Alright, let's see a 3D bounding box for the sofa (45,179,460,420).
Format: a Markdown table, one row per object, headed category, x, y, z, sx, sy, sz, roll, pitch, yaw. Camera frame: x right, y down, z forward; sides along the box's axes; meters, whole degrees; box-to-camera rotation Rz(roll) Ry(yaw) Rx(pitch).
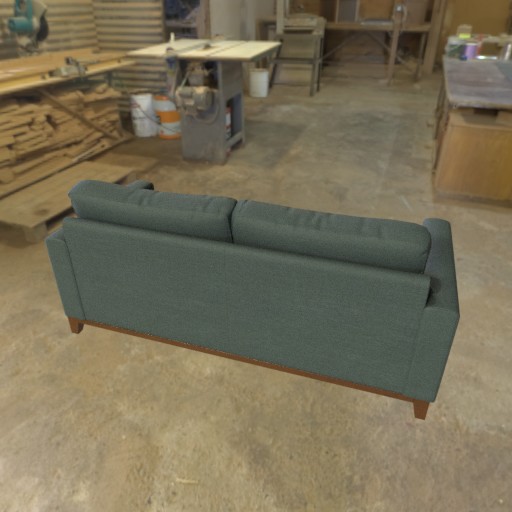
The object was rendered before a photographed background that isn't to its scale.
| category | x | y | z | sx | sy | sz | roll | pitch | yaw |
| --- | --- | --- | --- | --- | --- | --- | --- | --- | --- |
| sofa | 0.000 | 0.000 | 2.344 | 1.900 | 0.865 | 0.877 | 10 | 32 | 16 |
